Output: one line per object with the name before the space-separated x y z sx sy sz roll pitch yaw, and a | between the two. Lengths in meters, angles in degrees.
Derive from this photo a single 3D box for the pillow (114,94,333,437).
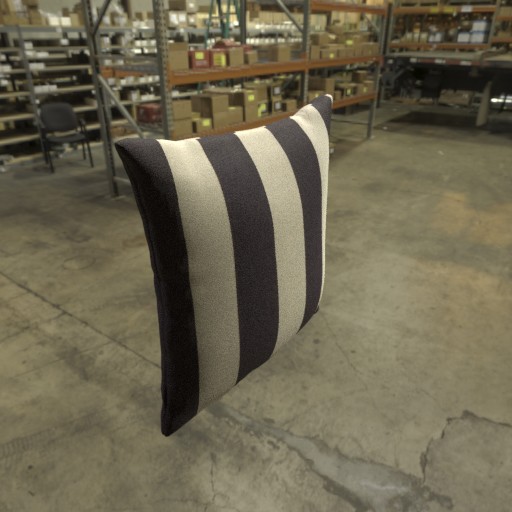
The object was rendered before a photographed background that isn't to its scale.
pillow | 0.000 0.000 0.833 0.189 0.526 0.536 19 32 32
